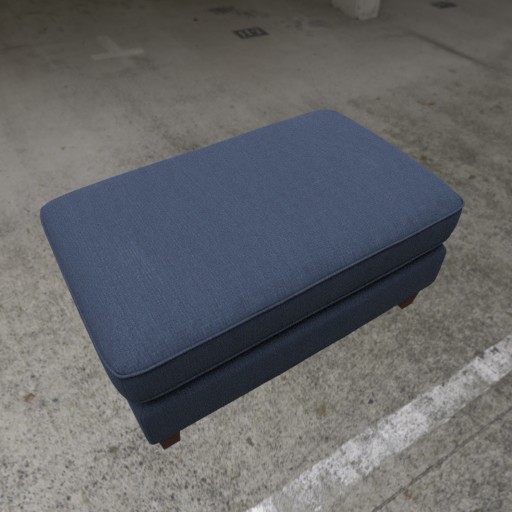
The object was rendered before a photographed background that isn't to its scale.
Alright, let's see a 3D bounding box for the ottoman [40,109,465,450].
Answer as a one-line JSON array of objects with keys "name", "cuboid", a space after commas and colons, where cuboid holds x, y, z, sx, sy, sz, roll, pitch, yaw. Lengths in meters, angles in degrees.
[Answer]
[{"name": "ottoman", "cuboid": [0.000, 0.000, 1.156, 0.885, 0.438, 0.570, -24, 51, -22]}]
